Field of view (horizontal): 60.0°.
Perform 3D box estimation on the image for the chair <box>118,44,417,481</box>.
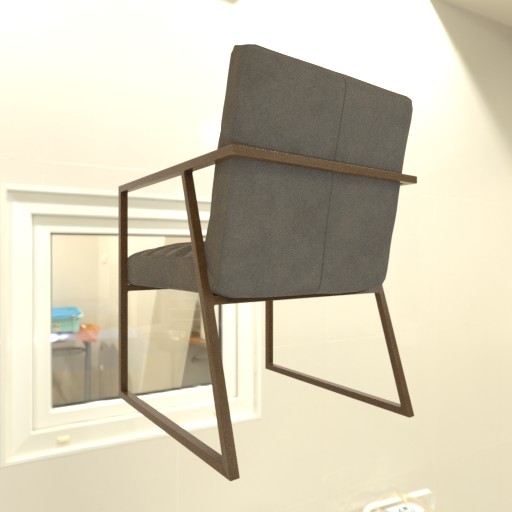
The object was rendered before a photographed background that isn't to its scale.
[{"bbox_3d":[0.000,0.000,1.252,0.578,0.843,0.682,0,0,-36],"label":"chair"}]
